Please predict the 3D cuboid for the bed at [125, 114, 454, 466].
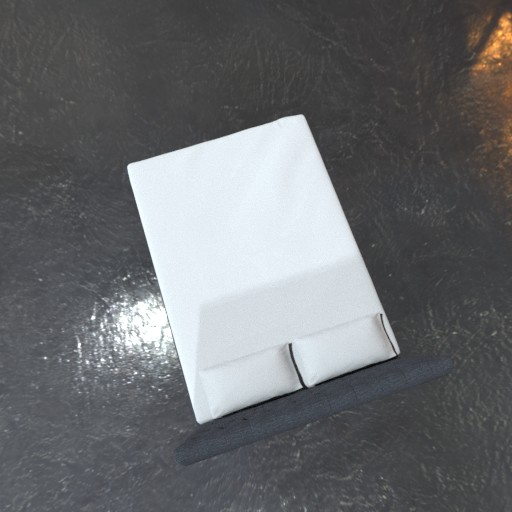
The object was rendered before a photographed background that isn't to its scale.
[{"bbox_3d":[0.000,0.000,3.448,1.698,1.427,2.387,-17,76,-4],"label":"bed"}]
